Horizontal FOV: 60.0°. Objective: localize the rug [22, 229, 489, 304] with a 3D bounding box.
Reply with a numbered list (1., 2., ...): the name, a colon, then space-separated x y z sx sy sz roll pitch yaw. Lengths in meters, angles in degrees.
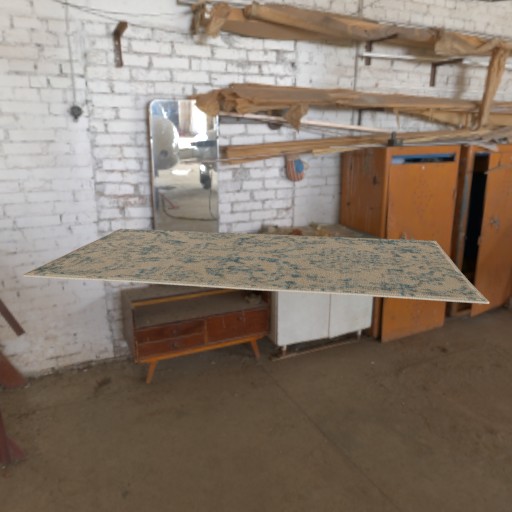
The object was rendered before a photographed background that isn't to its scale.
1. rug: 0.000 0.000 1.420 1.220 0.007 0.605 3 16 9
